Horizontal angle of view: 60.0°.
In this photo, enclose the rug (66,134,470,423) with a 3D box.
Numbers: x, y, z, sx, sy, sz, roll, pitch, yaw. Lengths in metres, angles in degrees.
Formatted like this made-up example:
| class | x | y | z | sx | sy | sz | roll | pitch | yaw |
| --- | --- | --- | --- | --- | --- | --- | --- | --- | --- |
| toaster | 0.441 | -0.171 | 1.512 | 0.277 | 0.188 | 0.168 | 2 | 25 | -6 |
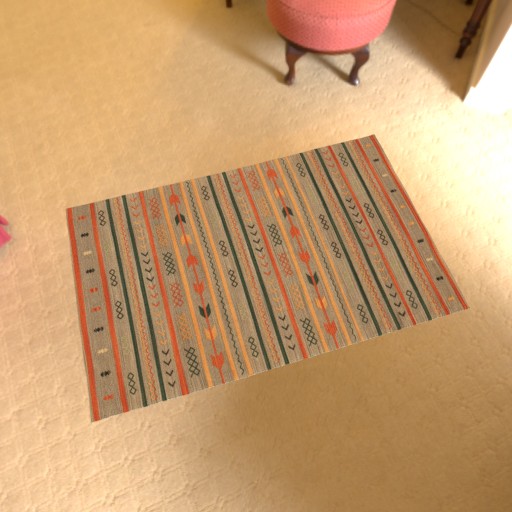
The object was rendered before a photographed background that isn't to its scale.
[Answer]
| class | x | y | z | sx | sy | sz | roll | pitch | yaw |
| --- | --- | --- | --- | --- | --- | --- | --- | --- | --- |
| rug | 0.000 | 0.000 | 3.043 | 2.439 | 0.029 | 1.537 | -15 | 64 | -7 |
